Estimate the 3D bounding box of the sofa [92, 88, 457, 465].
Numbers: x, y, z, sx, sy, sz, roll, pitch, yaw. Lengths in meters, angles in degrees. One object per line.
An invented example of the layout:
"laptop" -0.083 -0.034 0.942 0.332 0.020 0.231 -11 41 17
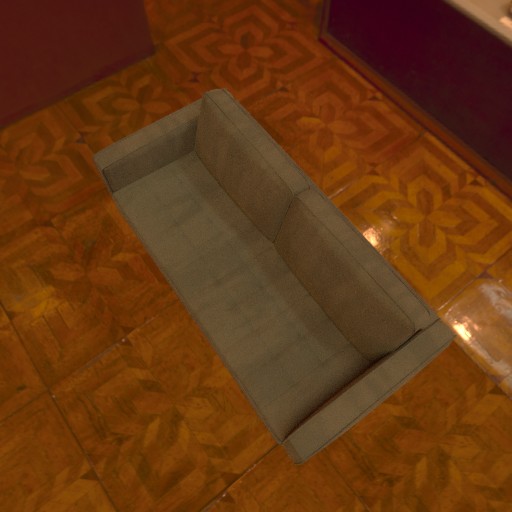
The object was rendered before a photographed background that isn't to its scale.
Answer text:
"sofa" 0.000 0.000 2.404 0.924 0.825 1.920 -33 68 -15
